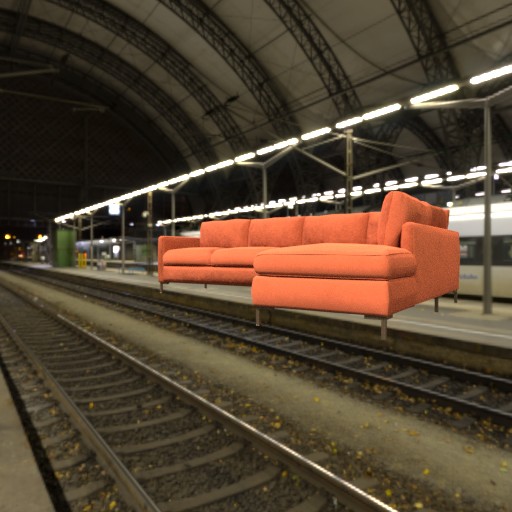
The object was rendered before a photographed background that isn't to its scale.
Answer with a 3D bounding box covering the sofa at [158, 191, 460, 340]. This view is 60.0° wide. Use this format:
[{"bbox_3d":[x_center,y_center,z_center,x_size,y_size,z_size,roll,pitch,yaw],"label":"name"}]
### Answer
[{"bbox_3d":[0.000,0.000,3.533,2.736,0.757,1.879,0,0,34],"label":"sofa"}]
